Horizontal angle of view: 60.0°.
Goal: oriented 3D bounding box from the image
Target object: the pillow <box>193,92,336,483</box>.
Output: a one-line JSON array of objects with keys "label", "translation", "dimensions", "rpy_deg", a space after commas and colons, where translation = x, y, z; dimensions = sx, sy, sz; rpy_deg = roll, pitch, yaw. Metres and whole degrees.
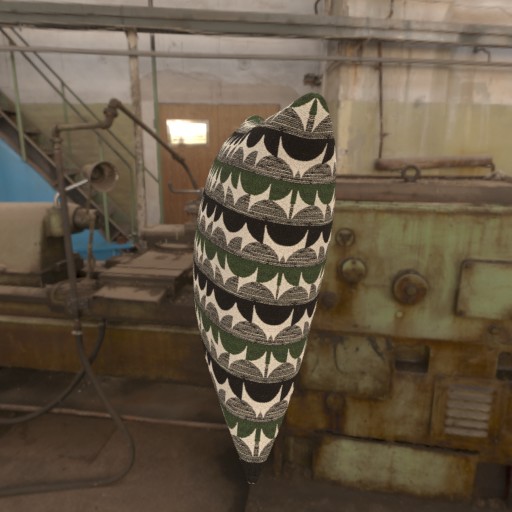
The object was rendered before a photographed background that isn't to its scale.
[{"label": "pillow", "translation": [0.000, 0.000, 0.633], "dimensions": [0.180, 0.404, 0.419], "rpy_deg": [-2, 15, -7]}]
